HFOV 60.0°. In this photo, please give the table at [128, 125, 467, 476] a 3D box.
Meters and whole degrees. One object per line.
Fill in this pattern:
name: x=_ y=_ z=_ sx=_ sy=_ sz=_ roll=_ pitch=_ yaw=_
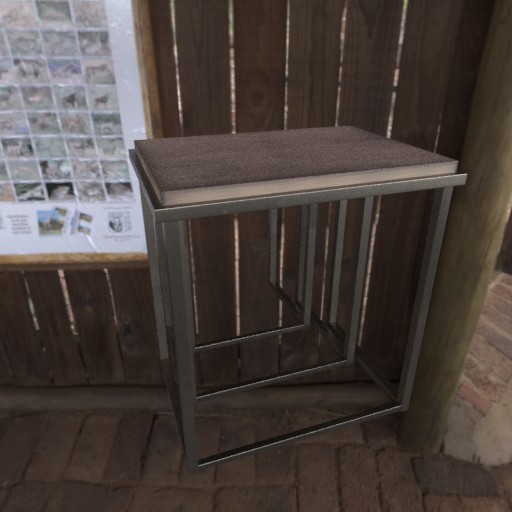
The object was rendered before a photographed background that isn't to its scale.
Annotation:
table: x=0.000 y=0.000 z=1.140 sx=0.559 sy=0.610 sz=0.706 roll=-9 pitch=28 yaw=-18
